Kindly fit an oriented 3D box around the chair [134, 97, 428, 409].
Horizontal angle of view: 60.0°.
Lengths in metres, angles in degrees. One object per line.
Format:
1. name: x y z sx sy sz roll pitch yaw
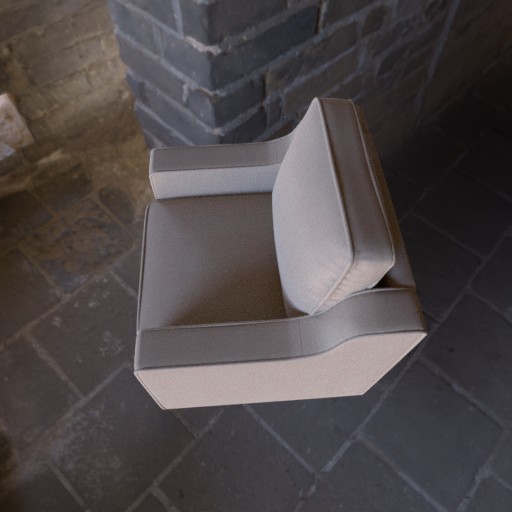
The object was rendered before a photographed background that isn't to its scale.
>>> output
1. chair: 0.000 0.000 1.669 0.882 0.948 0.922 -3 58 -2
